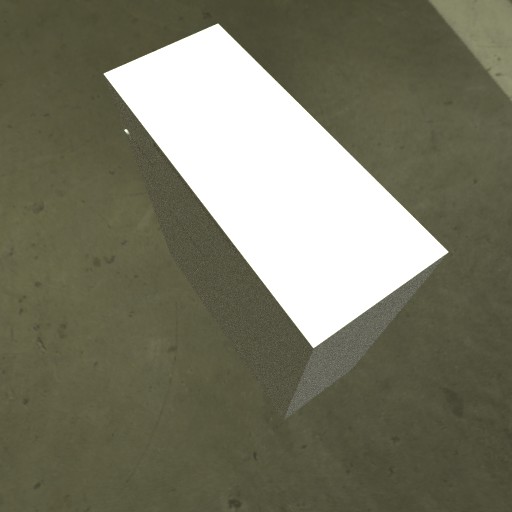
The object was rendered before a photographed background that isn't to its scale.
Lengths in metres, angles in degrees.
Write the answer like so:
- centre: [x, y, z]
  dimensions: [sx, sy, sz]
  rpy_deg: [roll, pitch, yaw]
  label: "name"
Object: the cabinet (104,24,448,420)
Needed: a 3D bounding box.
- centre: [0.000, 0.000, 1.698]
  dimensions: [0.400, 1.190, 1.000]
  rpy_deg: [-32, 67, -15]
  label: "cabinet"
